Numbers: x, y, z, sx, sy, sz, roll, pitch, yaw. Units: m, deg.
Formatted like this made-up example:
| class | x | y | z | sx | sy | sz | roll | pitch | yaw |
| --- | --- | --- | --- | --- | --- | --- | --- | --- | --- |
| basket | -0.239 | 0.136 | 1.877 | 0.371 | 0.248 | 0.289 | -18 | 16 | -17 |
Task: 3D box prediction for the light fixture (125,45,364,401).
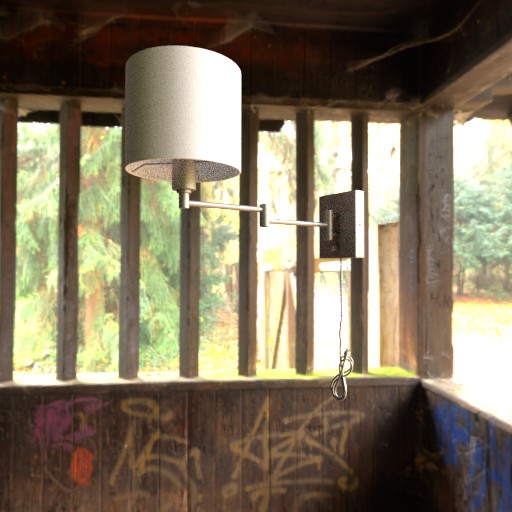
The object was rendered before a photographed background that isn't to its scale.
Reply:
| class | x | y | z | sx | sy | sz | roll | pitch | yaw |
| --- | --- | --- | --- | --- | --- | --- | --- | --- | --- |
| light fixture | 0.000 | 0.000 | 0.878 | 0.516 | 0.651 | 0.203 | 1 | -1 | -35 |
